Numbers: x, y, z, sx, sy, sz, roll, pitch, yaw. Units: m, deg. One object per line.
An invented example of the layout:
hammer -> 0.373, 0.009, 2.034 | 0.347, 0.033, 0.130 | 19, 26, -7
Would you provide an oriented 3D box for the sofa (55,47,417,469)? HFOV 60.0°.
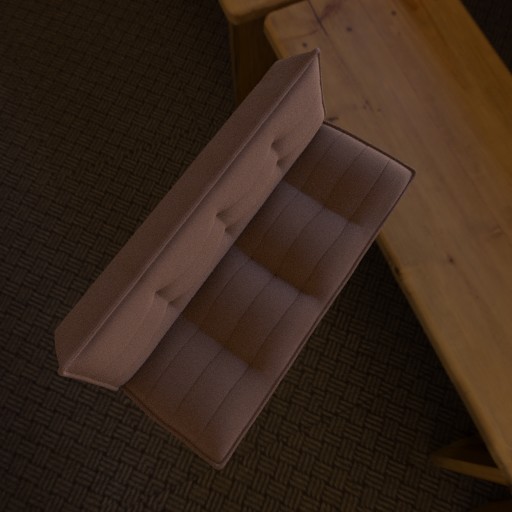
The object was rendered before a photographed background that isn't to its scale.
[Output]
sofa -> 0.000, 0.000, 2.373 | 0.950, 0.890, 1.940 | 34, 77, 9
